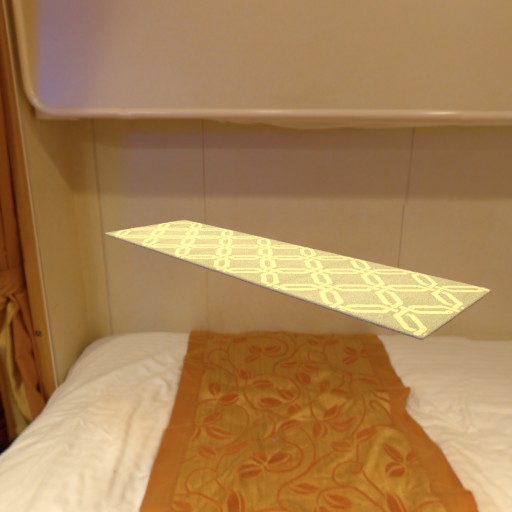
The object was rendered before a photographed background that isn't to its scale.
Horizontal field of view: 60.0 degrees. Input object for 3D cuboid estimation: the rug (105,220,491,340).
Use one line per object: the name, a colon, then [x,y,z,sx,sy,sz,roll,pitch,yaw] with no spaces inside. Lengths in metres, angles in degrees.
rug: [0.000,0.000,2.507,2.276,0.014,0.678,15,22,43]
